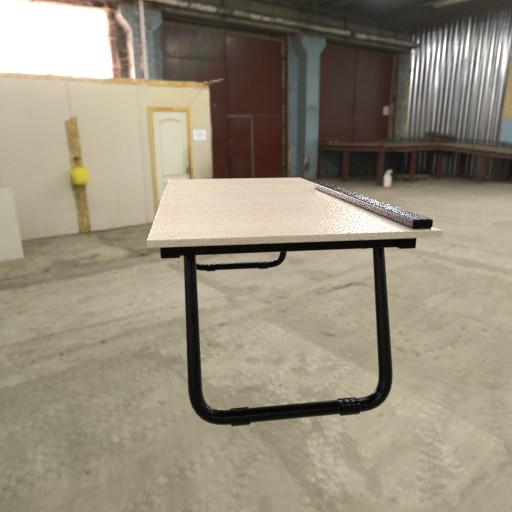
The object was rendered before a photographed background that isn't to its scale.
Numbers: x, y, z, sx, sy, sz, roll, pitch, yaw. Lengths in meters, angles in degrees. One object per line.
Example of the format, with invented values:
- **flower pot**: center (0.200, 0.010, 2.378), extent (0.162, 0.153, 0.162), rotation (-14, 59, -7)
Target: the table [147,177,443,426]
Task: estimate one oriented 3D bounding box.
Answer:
- **table**: center (0.000, 0.000, 0.805), extent (0.322, 0.242, 0.644), rotation (-2, 15, -9)
